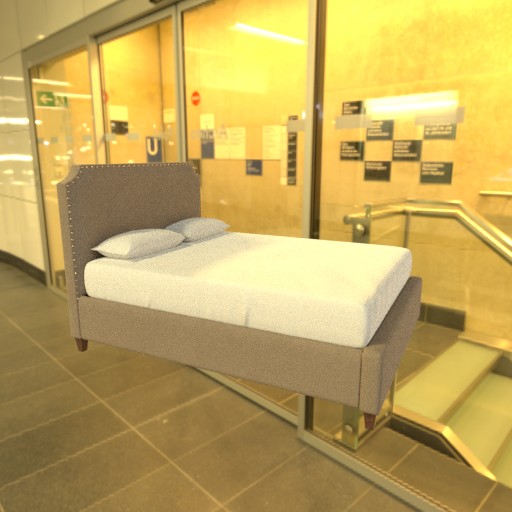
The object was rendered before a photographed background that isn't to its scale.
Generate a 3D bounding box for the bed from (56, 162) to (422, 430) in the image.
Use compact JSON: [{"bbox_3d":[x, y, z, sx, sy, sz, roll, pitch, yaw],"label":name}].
[{"bbox_3d":[0.000,0.000,3.490,2.329,1.415,1.703,6,14,26],"label":"bed"}]
